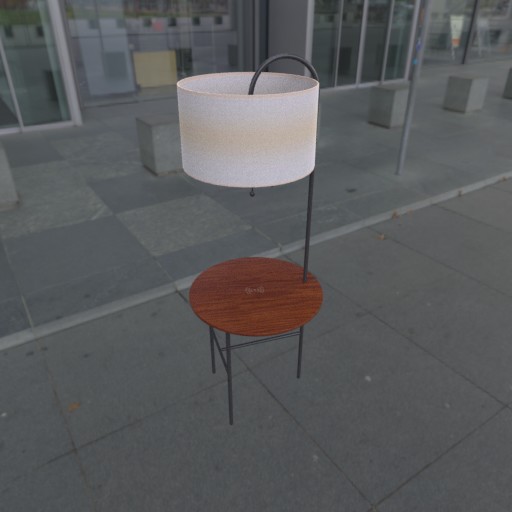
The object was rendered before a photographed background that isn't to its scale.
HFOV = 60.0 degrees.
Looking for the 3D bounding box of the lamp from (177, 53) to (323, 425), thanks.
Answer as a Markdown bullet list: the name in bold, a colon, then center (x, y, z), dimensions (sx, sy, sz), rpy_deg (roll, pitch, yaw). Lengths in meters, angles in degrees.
- **lamp**: center (0.000, 0.000, 1.823), dimensions (0.573, 1.517, 0.573), rpy_deg (0, 30, 0)
